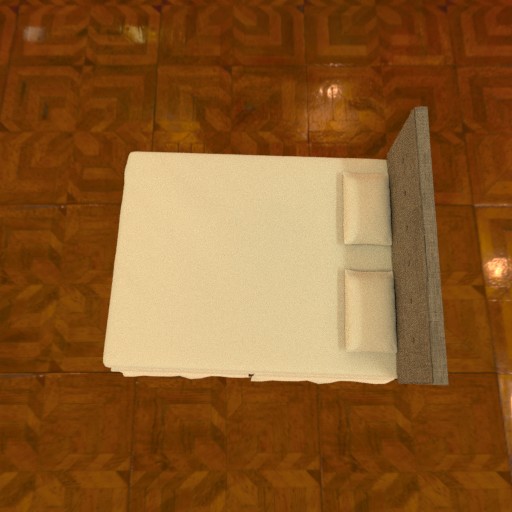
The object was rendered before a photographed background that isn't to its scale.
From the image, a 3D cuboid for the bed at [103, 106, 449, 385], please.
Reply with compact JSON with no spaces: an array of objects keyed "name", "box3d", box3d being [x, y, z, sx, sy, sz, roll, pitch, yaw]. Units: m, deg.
[{"name":"bed","box3d":[0.000,0.000,2.965,1.958,1.168,1.621,2,75,1]}]
